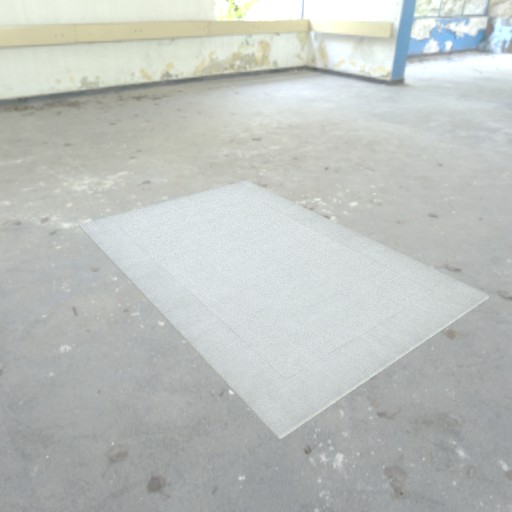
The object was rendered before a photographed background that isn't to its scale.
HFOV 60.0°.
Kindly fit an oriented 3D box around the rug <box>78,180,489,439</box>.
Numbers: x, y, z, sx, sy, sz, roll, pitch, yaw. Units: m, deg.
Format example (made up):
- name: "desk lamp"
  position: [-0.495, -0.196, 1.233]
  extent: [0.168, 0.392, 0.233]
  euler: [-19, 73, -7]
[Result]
- name: "rug"
  position: [0.000, 0.000, 2.275]
  extent: [1.219, 0.013, 1.829]
  euler: [-21, 36, -32]
